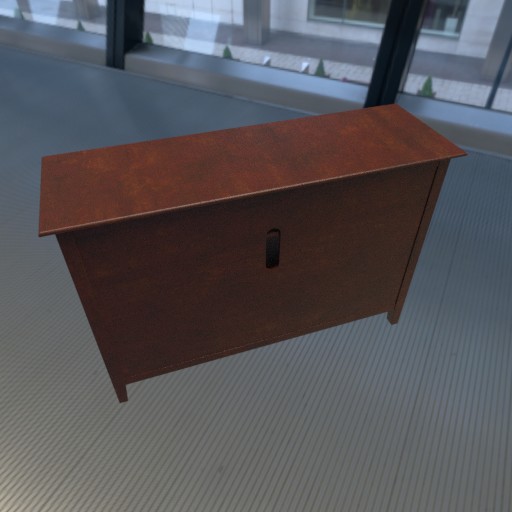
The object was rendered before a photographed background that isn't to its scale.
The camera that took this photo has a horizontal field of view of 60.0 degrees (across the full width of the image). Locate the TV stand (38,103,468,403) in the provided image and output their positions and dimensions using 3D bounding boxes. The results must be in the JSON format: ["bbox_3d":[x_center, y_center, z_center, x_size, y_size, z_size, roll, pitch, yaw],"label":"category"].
[{"bbox_3d":[0.000,0.000,1.797,1.372,0.915,0.445,-13,43,-14],"label":"TV stand"}]
